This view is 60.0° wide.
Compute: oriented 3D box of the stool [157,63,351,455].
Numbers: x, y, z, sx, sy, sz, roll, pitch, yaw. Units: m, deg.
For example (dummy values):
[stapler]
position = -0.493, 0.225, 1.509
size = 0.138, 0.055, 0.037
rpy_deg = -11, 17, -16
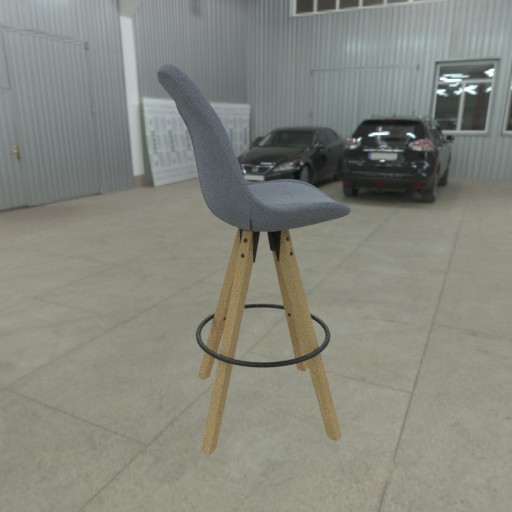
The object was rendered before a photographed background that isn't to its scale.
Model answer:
[stool]
position = 0.000, 0.000, 1.432
size = 0.550, 1.115, 0.485
rpy_deg = -3, 17, -8
